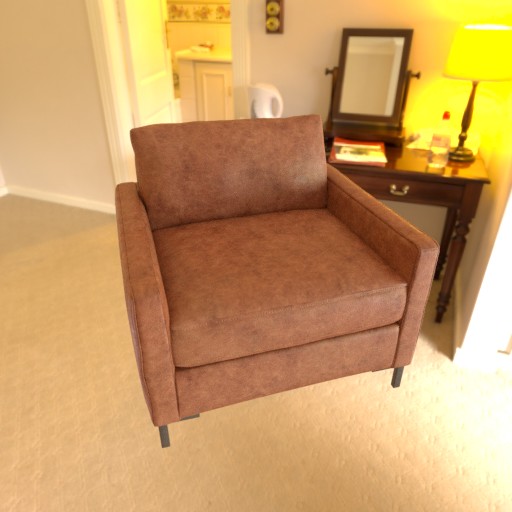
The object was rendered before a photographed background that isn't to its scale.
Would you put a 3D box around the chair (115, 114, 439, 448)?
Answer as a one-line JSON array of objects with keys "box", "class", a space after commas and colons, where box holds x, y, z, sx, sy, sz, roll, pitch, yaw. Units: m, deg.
[{"box": [0.000, 0.000, 1.669, 0.967, 0.869, 0.862, -9, 31, -15], "class": "chair"}]
